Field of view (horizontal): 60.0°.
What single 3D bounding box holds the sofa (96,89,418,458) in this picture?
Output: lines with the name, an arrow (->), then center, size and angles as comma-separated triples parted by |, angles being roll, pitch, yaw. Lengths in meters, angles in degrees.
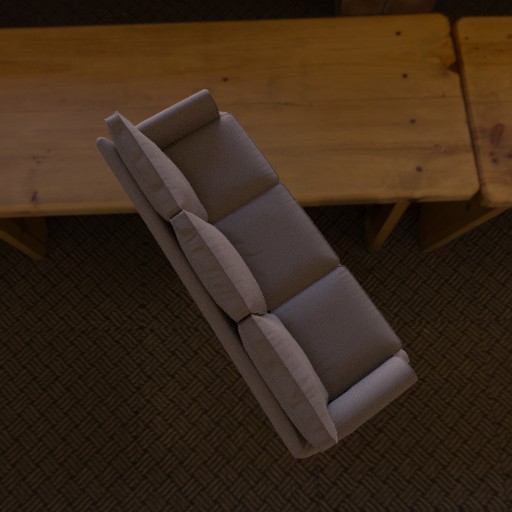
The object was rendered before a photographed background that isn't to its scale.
sofa -> 0.000, 0.000, 2.864 | 0.966, 0.948, 2.353 | -33, 77, -8
